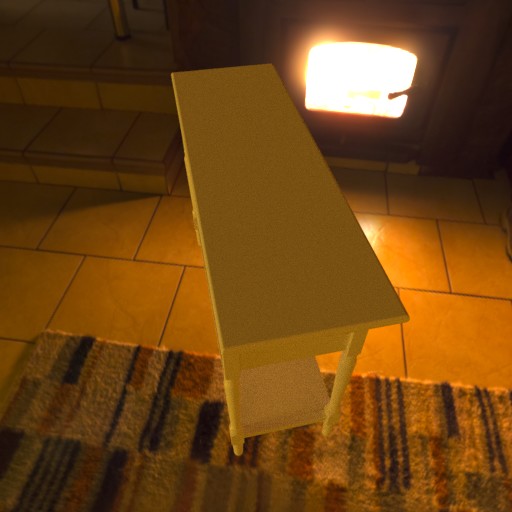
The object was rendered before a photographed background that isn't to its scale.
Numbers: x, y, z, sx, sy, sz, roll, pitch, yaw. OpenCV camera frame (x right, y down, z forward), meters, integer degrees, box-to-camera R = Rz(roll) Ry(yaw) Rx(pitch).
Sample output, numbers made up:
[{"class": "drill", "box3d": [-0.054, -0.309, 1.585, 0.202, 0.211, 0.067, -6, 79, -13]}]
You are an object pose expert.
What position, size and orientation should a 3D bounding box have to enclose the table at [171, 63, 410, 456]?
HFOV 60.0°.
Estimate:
[{"class": "table", "box3d": [0.000, 0.000, 1.555, 0.386, 0.814, 1.191, -9, 48, -8]}]
